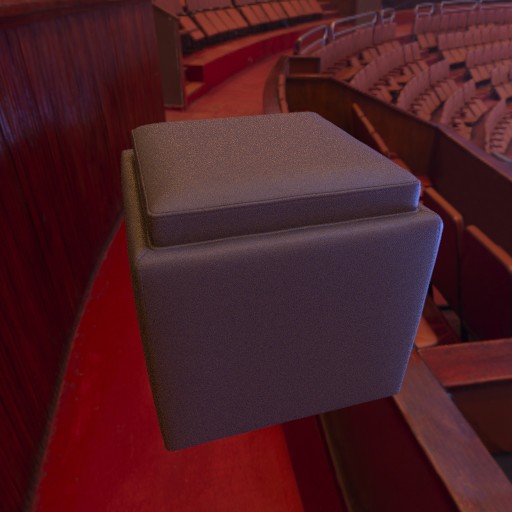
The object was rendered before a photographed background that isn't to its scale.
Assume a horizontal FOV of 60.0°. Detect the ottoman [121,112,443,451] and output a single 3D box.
[{"bbox_3d":[0.000,0.000,0.839,0.451,0.460,0.450,-9,33,-14],"label":"ottoman"}]
